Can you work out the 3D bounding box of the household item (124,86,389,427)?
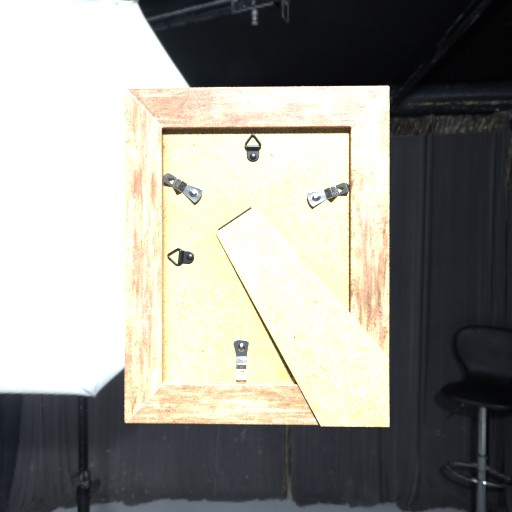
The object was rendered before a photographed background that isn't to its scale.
[{"bbox_3d":[0.000,0.000,0.318,0.186,0.237,0.018,0,0,1],"label":"household item"}]
